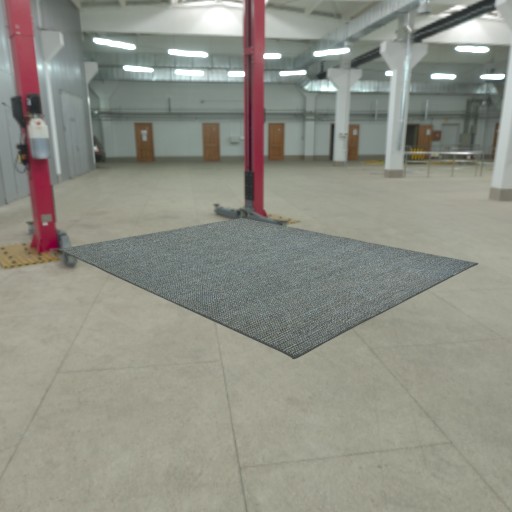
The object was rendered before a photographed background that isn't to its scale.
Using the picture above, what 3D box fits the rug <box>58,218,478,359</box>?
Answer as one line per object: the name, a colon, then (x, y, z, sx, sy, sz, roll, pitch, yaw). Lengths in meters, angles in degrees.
rug: (0.000, 0.000, 4.109, 2.456, 0.021, 3.068, -14, 21, -42)
